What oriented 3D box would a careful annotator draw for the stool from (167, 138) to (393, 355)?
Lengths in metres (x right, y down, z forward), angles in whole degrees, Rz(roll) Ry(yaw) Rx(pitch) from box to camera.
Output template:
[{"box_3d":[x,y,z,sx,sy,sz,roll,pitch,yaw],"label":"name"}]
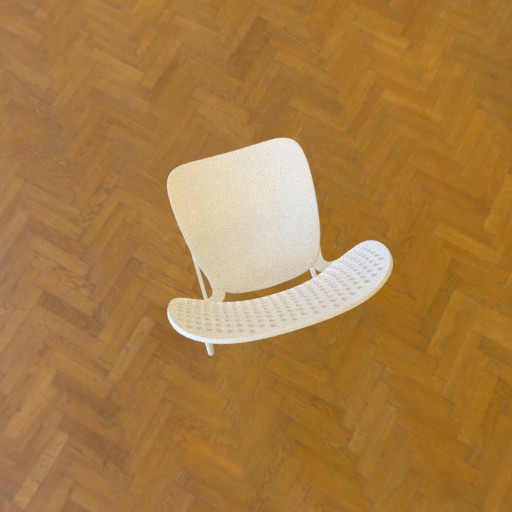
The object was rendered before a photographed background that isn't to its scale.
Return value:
[{"box_3d":[0.000,0.000,1.355,0.536,1.045,0.535,-17,77,-4],"label":"stool"}]
